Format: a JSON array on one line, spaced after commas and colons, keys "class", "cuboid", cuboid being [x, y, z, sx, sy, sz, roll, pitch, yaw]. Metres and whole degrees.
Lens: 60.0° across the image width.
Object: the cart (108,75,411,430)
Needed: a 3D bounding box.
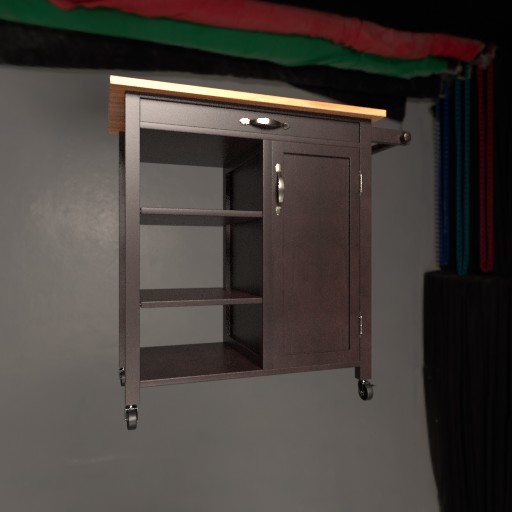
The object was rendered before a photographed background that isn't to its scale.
[{"class": "cart", "cuboid": [0.000, 0.000, 1.450, 0.914, 0.878, 0.472, 0, 0, -19]}]
